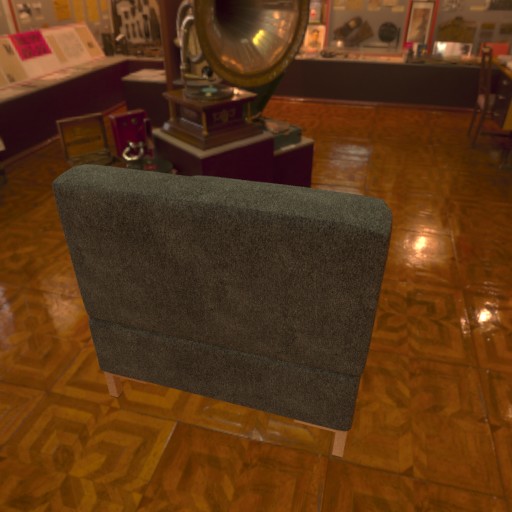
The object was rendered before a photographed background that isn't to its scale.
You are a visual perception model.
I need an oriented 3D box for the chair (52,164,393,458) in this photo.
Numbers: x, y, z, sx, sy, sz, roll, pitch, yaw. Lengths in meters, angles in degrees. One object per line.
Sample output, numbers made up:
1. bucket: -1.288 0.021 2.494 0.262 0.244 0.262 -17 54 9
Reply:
1. chair: 0.000 0.000 1.239 0.680 0.660 0.680 9 35 14
